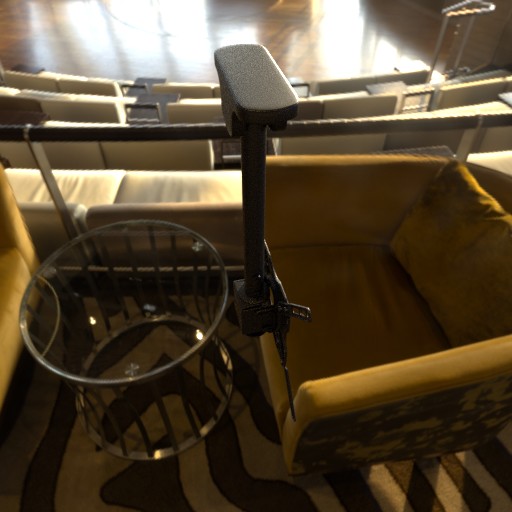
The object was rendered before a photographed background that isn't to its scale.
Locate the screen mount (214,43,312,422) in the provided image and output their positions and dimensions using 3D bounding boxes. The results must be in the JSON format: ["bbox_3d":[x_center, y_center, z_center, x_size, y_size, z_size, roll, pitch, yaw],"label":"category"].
[{"bbox_3d":[0.000,0.000,0.871,0.090,0.729,0.393,-10,47,-10],"label":"screen mount"}]
